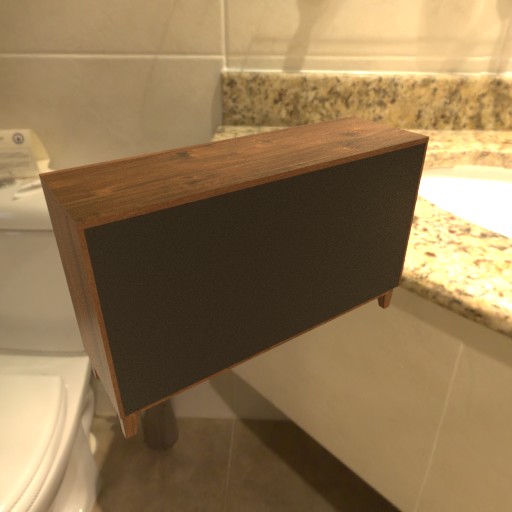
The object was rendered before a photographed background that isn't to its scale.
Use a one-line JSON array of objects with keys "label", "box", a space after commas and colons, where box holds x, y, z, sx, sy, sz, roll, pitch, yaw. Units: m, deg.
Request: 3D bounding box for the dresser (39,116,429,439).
[{"label": "dresser", "box": [0.000, 0.000, 1.832, 1.400, 0.873, 0.446, -19, 36, -29]}]
